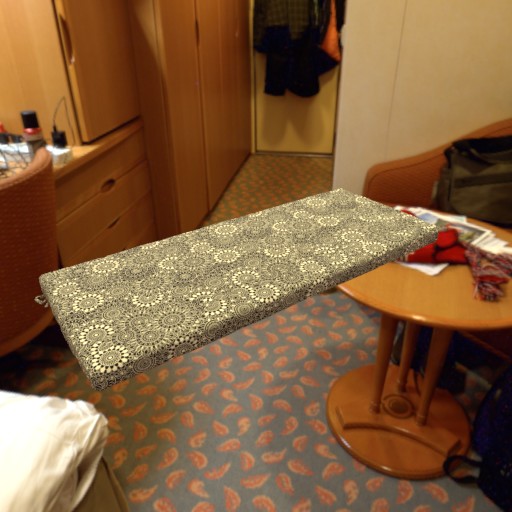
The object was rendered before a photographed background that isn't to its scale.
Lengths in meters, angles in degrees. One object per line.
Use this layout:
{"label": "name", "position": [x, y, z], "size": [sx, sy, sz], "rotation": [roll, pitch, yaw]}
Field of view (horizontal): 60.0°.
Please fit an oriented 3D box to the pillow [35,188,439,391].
{"label": "pillow", "position": [0.000, 0.000, 1.340], "size": [1.187, 0.081, 0.492], "rotation": [-19, 35, -31]}
